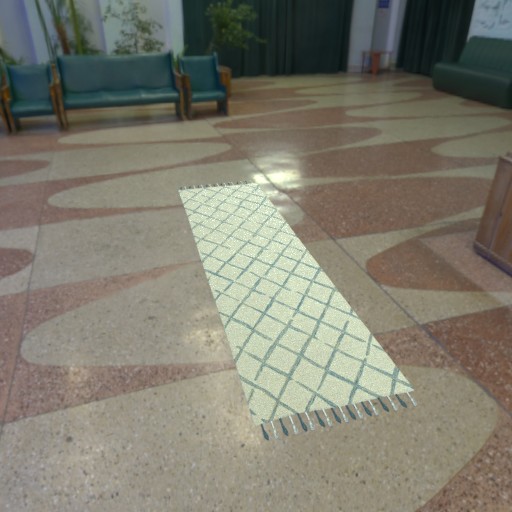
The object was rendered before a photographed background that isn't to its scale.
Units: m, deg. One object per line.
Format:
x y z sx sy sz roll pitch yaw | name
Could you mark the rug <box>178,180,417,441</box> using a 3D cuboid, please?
0.000 0.000 2.520 0.620 0.008 2.372 -8 31 -13 | rug
